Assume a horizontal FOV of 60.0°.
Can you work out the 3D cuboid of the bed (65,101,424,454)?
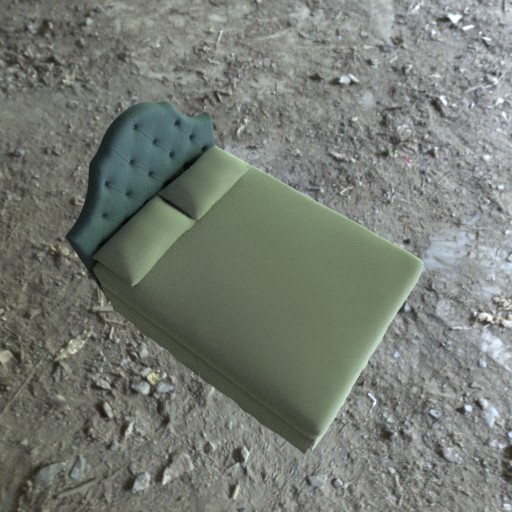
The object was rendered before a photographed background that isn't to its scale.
[{"bbox_3d":[0.000,0.000,3.250,2.155,1.575,1.636,32,65,17],"label":"bed"}]
